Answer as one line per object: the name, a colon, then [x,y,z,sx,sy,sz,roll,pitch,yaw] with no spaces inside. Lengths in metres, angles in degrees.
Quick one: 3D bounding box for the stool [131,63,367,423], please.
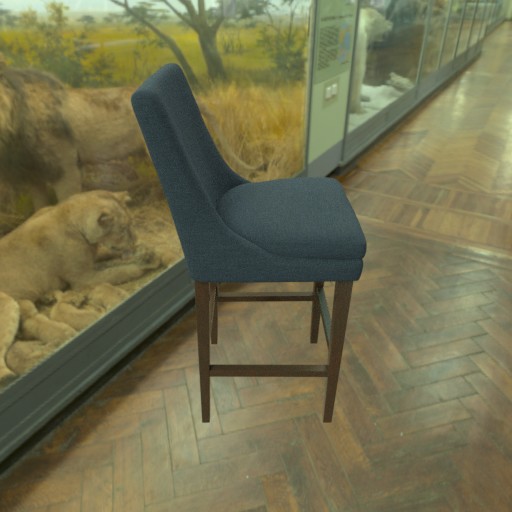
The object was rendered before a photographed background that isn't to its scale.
stool: [0.000,0.000,1.402,0.577,1.078,0.470,0,32,0]
